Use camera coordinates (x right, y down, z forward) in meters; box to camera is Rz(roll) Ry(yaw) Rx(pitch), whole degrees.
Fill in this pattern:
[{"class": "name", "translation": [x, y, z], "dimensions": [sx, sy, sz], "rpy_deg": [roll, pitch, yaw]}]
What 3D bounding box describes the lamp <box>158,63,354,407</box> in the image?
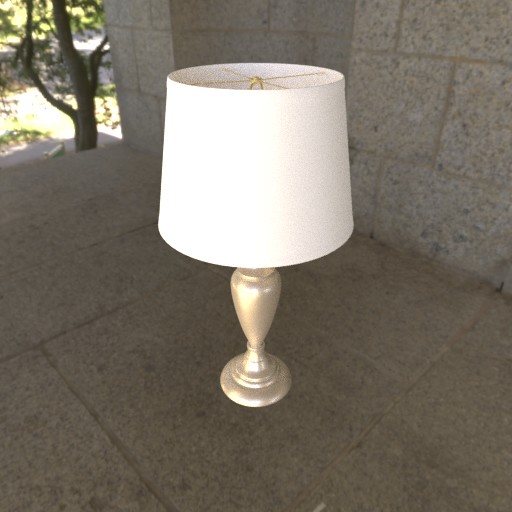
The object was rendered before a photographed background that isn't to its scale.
[{"class": "lamp", "translation": [0.000, 0.000, 0.798], "dimensions": [0.328, 0.612, 0.328], "rpy_deg": [0, 30, 0]}]
